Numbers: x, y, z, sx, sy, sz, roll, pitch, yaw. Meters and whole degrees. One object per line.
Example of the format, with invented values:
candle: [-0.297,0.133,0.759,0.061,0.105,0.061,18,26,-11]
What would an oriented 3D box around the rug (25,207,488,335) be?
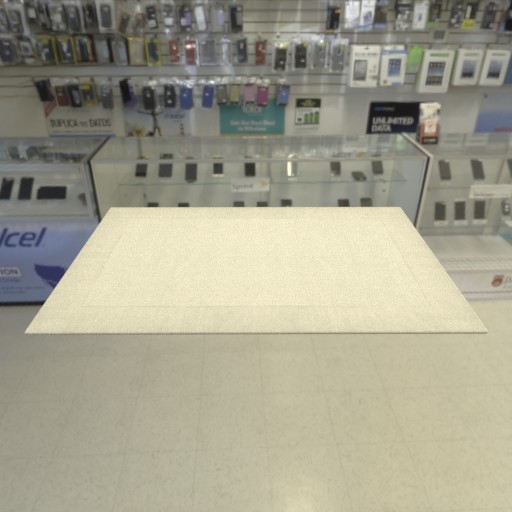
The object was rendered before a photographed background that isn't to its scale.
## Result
rug: [0.000,0.000,2.270,1.829,0.013,1.219,0,30,0]
